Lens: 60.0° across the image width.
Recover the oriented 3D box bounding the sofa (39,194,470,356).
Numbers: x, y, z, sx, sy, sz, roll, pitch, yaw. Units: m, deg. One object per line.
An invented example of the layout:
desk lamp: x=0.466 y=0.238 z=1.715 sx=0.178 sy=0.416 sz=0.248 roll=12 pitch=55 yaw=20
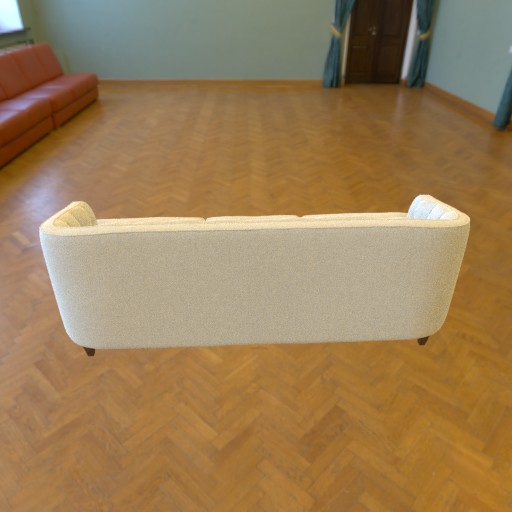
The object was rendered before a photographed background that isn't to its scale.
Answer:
sofa: x=0.000 y=0.000 z=2.693 sx=2.278 sy=0.855 sz=0.941 roll=-1 pitch=31 yaw=-2
